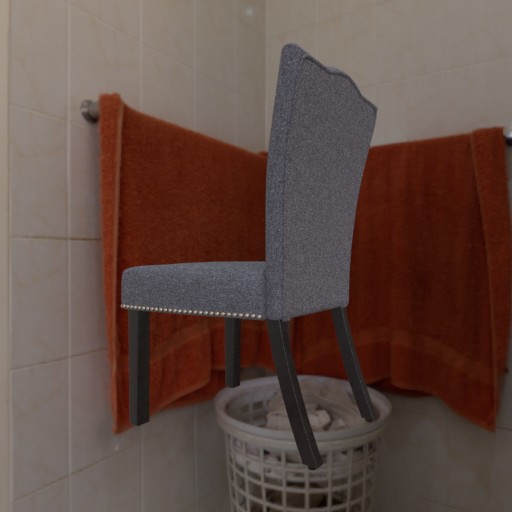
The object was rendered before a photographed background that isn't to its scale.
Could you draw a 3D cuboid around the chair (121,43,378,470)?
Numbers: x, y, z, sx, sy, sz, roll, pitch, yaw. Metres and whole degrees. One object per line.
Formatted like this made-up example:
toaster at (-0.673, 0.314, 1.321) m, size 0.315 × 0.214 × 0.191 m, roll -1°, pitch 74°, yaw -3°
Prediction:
chair at (0.000, 0.000, 1.285) m, size 0.589 × 0.946 × 0.518 m, roll 0°, pitch 0°, yaw 35°
